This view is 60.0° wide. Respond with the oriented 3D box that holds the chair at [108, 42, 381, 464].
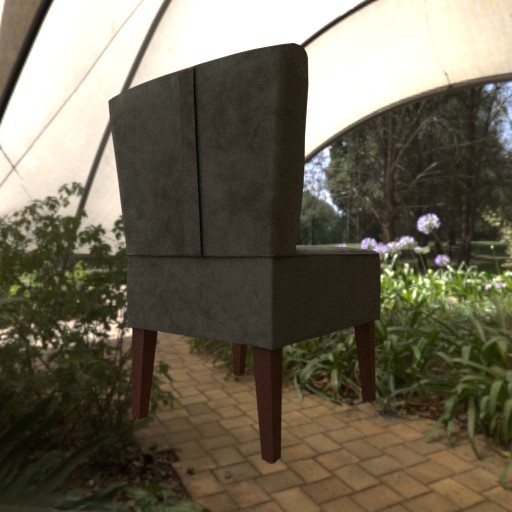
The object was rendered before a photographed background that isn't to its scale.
[{"bbox_3d":[0.000,0.000,1.156,0.521,0.806,0.554,0,1,35],"label":"chair"}]
